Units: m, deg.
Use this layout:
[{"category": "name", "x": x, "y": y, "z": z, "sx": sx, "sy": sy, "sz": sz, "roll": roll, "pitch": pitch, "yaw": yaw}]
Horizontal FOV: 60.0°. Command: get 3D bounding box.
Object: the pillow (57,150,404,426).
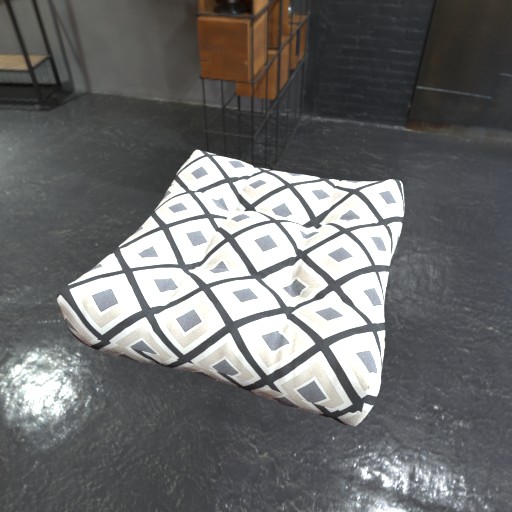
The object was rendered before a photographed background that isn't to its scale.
[{"category": "pillow", "x": 0.000, "y": 0.000, "z": 0.770, "sx": 0.468, "sy": 0.128, "sz": 0.490, "roll": 12, "pitch": 42, "yaw": 14}]
